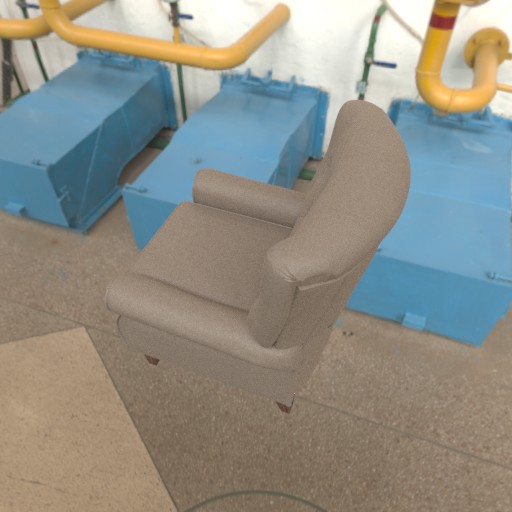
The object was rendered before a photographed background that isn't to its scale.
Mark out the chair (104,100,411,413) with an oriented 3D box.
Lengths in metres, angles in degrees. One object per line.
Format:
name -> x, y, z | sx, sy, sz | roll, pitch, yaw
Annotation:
chair -> 0.000, 0.000, 1.893 | 1.041, 1.138, 0.999 | 16, 48, 14
